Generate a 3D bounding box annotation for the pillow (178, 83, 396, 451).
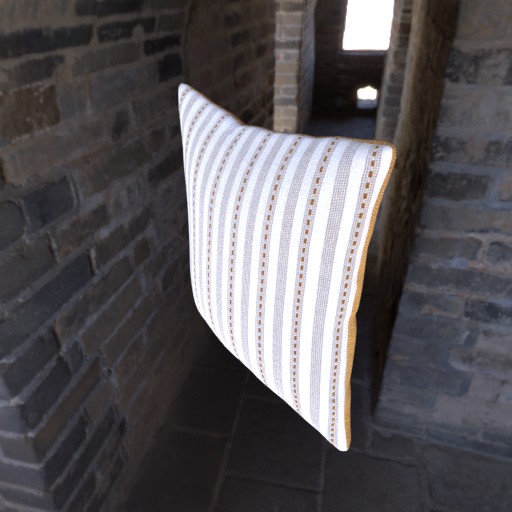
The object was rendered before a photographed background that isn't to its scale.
[{"bbox_3d":[0.000,0.000,0.661,0.147,0.437,0.432,-20,36,-30],"label":"pillow"}]
